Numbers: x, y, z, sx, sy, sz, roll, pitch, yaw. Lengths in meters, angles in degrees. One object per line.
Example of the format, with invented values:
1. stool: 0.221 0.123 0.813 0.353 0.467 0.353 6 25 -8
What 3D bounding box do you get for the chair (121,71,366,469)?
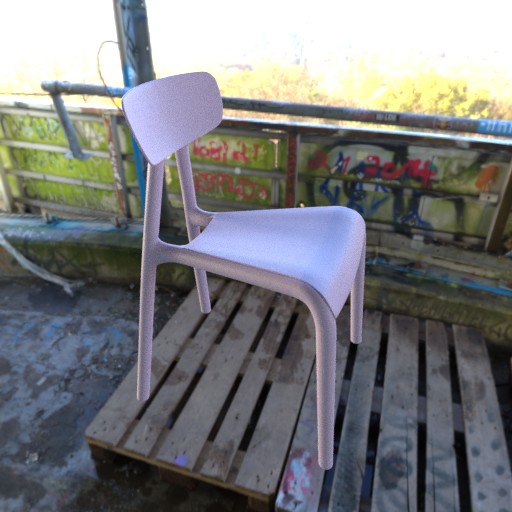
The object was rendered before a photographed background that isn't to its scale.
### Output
1. chair: 0.000 0.000 0.807 0.401 0.580 0.356 11 33 17
